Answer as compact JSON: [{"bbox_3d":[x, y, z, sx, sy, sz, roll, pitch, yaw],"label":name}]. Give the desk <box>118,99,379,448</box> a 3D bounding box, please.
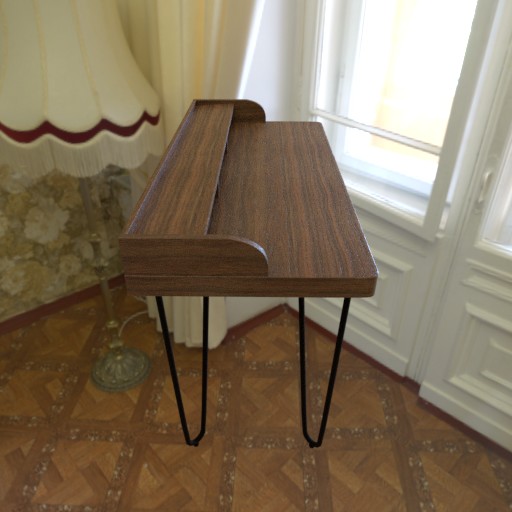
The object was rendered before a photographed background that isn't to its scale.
[{"bbox_3d":[0.000,0.000,1.658,0.565,0.854,1.200,0,33,1],"label":"desk"}]
